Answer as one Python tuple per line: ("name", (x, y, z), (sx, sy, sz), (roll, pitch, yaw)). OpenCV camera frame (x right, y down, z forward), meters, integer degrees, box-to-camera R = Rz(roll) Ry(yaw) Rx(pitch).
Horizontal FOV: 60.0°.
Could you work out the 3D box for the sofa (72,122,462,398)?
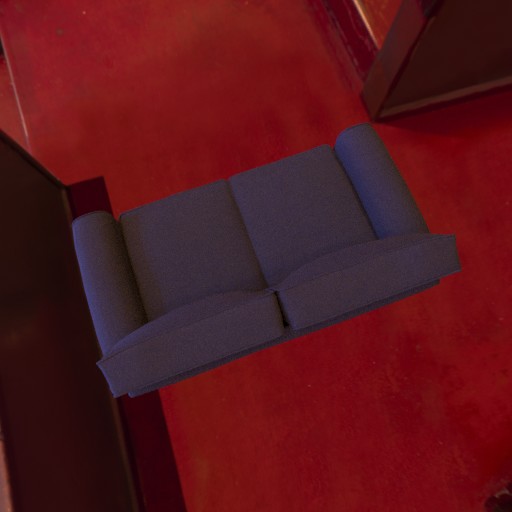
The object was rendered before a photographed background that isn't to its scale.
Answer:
("sofa", (0.000, 0.000, 2.436), (1.801, 1.059, 0.997), (-19, 77, -5))
